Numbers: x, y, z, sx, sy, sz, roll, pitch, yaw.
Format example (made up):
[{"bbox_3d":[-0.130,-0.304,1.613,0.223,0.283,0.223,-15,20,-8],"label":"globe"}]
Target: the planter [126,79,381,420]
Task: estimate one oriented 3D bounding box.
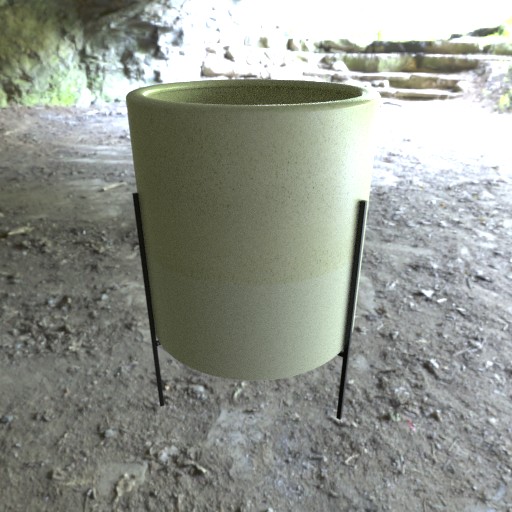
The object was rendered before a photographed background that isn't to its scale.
[{"bbox_3d":[0.000,0.000,0.683,0.333,0.483,0.324,18,31,31],"label":"planter"}]
